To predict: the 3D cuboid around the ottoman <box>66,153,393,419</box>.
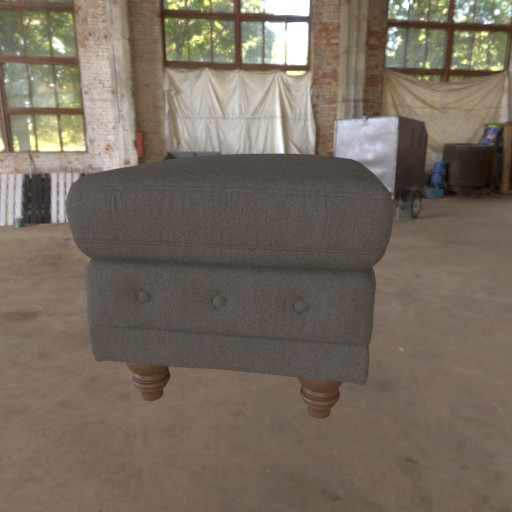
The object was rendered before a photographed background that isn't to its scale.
[{"bbox_3d":[0.000,0.000,1.129,0.569,0.500,0.771,3,15,9],"label":"ottoman"}]
